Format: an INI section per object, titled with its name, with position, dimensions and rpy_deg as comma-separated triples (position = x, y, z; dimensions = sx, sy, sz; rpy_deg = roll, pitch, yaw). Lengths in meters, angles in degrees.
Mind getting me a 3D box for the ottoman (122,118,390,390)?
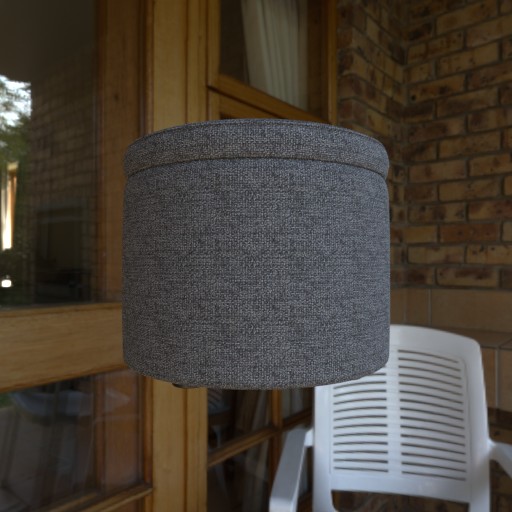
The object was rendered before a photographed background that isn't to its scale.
[ottoman]
position = 0.000, 0.000, 0.899
dimensions = 0.520, 0.430, 0.520
rpy_deg = 0, -1, 0
